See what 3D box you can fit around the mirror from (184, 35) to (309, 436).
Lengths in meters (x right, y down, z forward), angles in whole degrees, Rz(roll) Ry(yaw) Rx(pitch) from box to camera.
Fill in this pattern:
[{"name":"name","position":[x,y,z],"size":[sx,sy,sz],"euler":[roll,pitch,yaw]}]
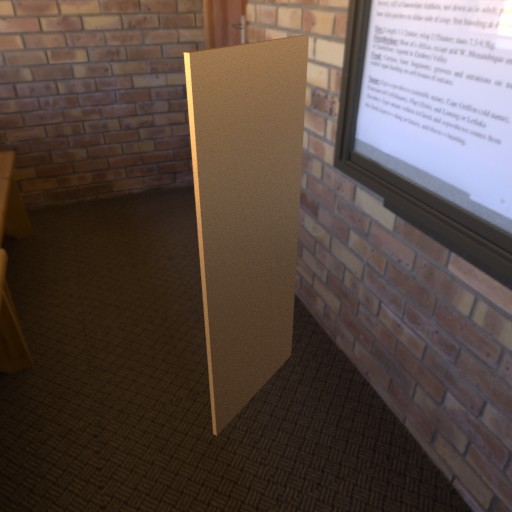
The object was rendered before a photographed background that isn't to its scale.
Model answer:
[{"name":"mirror","position":[0.000,0.000,2.329],"size":[0.025,2.031,0.812],"euler":[21,37,30]}]
